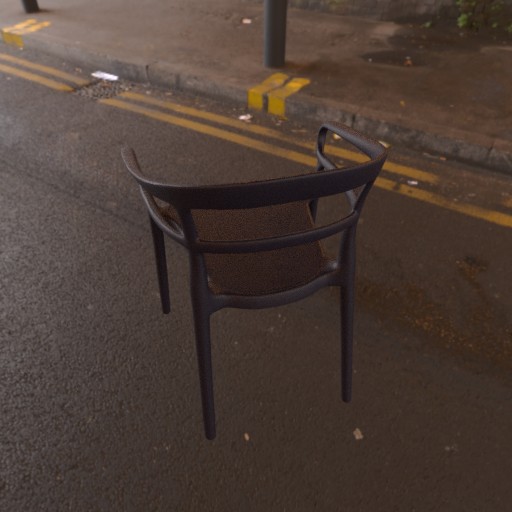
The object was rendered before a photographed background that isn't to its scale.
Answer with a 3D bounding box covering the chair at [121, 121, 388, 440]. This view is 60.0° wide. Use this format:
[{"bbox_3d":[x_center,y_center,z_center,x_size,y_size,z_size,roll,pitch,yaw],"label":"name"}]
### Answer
[{"bbox_3d":[0.000,0.000,1.136,0.559,0.761,0.527,-11,42,-12],"label":"chair"}]
